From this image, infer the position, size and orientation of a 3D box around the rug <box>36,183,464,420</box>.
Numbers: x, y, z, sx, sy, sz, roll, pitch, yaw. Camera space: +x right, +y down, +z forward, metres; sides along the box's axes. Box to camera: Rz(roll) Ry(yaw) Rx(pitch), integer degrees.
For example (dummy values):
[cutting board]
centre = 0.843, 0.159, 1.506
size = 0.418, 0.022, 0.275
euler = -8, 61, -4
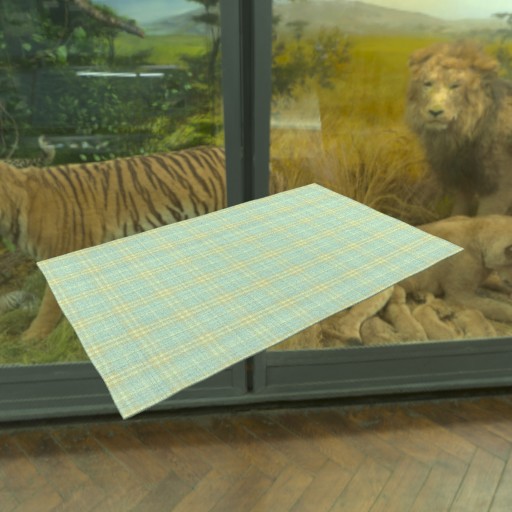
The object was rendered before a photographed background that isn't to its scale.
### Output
[rug]
centre = 0.000, 0.000, 2.990
size = 2.460, 0.016, 1.545
euler = -20, 36, -30
